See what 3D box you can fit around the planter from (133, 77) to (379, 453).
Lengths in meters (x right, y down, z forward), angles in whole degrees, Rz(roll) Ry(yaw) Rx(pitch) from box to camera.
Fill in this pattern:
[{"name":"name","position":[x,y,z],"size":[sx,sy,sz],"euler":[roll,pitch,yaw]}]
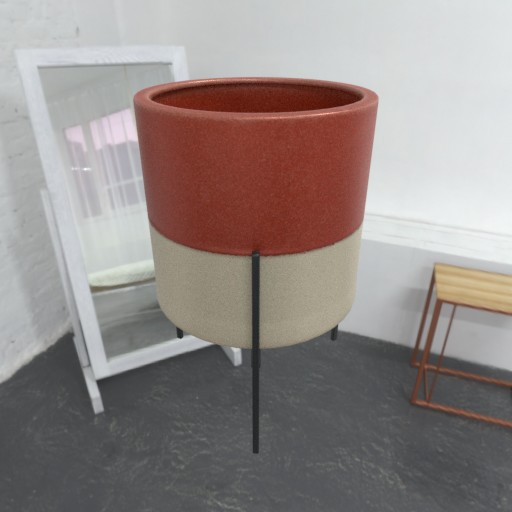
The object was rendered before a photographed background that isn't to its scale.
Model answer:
[{"name":"planter","position":[0.000,0.000,0.507],"size":[0.235,0.354,0.251],"euler":[0,29,1]}]
